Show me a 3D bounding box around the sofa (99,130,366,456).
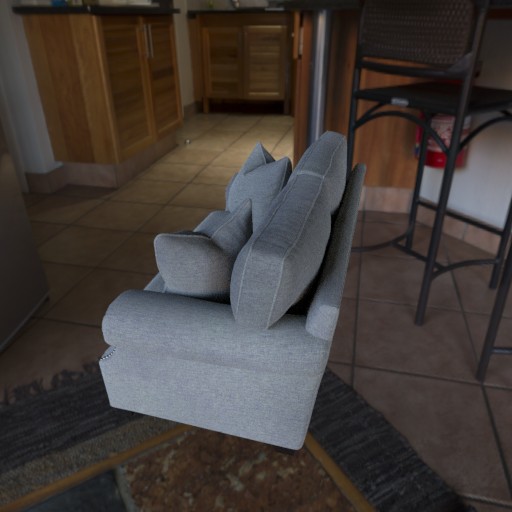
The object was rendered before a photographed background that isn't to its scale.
[{"bbox_3d":[0.000,0.000,2.293,0.966,0.966,1.701,8,30,13],"label":"sofa"}]
